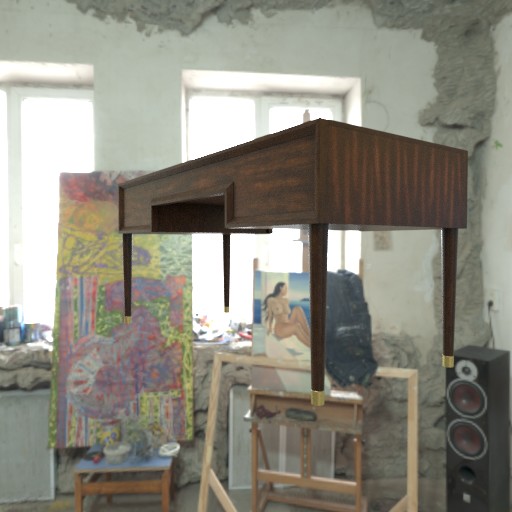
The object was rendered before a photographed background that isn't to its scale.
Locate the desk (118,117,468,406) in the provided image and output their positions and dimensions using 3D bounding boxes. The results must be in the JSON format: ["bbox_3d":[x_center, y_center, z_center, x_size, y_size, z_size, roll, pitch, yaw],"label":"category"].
[{"bbox_3d":[0.000,0.000,1.998,0.724,0.762,1.575,-1,2,-36],"label":"desk"}]
